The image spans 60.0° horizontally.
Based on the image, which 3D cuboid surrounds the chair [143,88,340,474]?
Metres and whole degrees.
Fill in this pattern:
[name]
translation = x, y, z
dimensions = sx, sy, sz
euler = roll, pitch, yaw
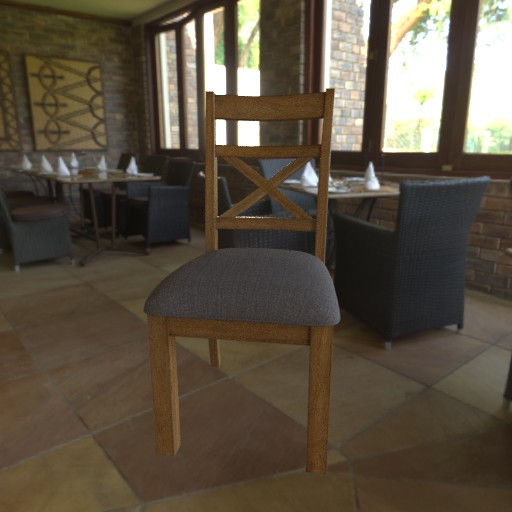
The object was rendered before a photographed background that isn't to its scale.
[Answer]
[chair]
translation = 0.000, 0.000, 1.263
dimensions = 0.470, 0.949, 0.581
euler = 2, 14, 9
